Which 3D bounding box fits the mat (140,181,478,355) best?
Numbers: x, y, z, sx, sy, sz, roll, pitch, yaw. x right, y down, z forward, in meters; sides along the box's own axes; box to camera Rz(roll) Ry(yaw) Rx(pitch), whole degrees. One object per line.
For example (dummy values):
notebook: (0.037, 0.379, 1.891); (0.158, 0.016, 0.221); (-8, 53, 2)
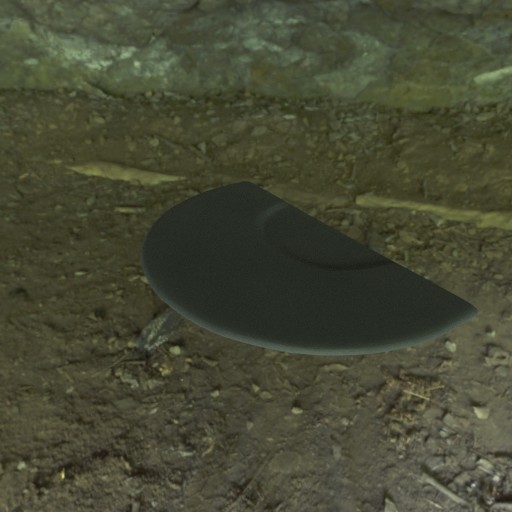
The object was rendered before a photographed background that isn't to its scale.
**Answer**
mat: (0.000, 0.000, 1.889); (0.917, 0.022, 1.525); (-19, 36, -29)
